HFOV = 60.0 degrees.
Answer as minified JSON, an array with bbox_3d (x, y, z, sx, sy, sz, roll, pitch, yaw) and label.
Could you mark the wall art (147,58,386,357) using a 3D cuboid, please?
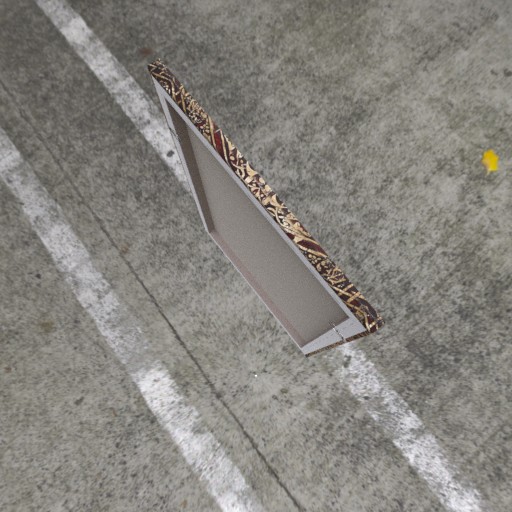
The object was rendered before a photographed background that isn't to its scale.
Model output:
[{"bbox_3d":[0.000,0.000,1.166,0.030,0.904,0.599,-37,78,-9],"label":"wall art"}]
